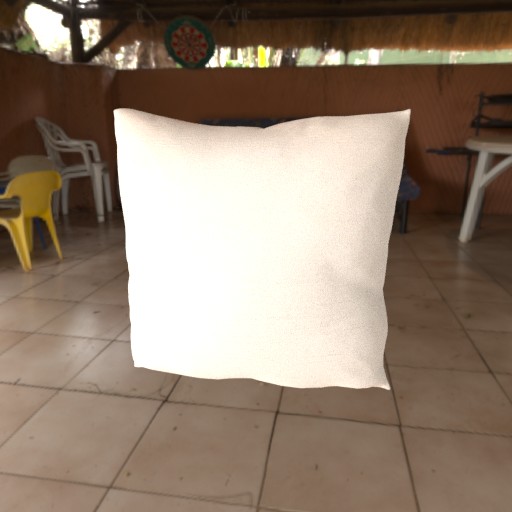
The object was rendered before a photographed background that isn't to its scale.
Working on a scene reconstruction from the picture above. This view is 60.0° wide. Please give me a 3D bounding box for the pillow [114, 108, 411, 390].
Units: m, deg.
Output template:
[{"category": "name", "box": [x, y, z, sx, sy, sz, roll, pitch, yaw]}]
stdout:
[{"category": "pillow", "box": [0.000, 0.000, 0.704, 0.450, 0.448, 0.245, 2, 16, 8]}]
